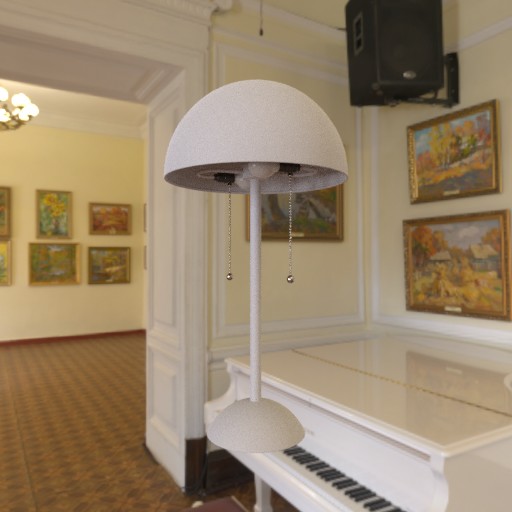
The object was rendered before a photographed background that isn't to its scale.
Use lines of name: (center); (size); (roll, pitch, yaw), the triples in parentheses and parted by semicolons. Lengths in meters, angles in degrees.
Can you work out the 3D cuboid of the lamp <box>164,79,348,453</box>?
lamp: (0.000, 0.000, 0.418); (0.171, 0.330, 0.171); (0, 0, 0)
